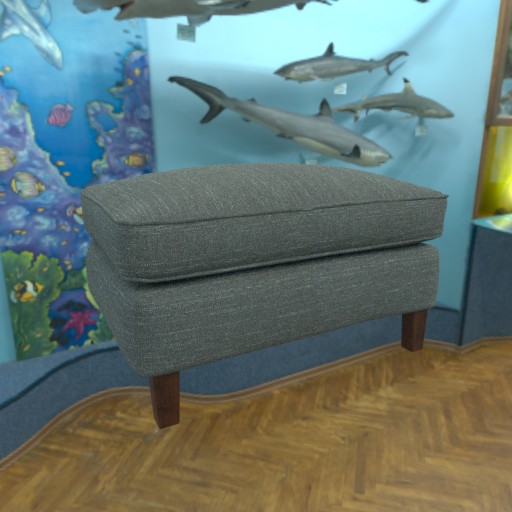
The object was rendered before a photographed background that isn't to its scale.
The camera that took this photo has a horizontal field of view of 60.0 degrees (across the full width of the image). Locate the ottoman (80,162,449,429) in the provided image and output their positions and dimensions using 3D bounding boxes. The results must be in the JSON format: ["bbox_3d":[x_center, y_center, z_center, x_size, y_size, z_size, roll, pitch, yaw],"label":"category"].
[{"bbox_3d":[0.000,0.000,0.996,0.686,0.406,0.508,-8,17,-27],"label":"ottoman"}]
